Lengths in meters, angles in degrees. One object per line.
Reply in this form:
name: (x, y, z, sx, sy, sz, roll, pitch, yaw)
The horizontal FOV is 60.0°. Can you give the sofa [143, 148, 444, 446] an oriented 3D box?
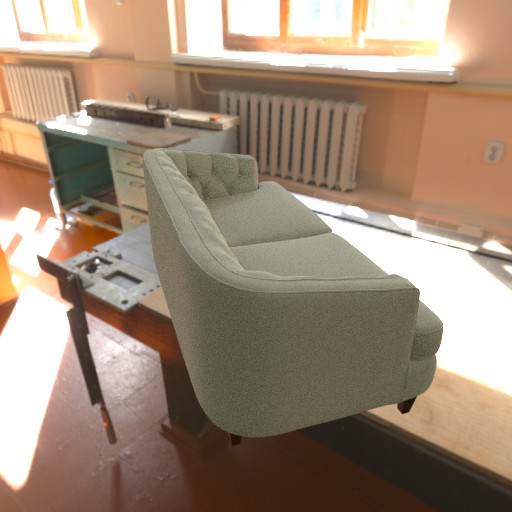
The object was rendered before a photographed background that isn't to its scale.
sofa: (0.000, 0.000, 2.222, 0.941, 0.855, 1.733, -9, 29, -17)
